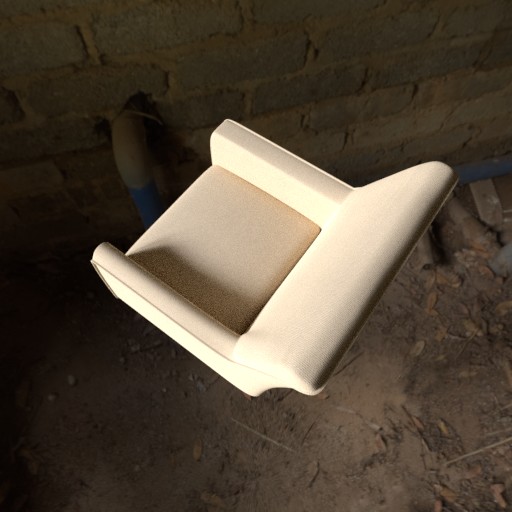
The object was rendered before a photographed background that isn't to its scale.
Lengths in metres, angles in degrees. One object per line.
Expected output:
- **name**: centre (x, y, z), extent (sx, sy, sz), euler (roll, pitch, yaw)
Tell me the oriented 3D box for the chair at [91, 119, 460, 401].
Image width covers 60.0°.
- **chair**: centre (0.000, 0.000, 1.625), extent (0.899, 0.919, 0.780), euler (33, 68, 15)
